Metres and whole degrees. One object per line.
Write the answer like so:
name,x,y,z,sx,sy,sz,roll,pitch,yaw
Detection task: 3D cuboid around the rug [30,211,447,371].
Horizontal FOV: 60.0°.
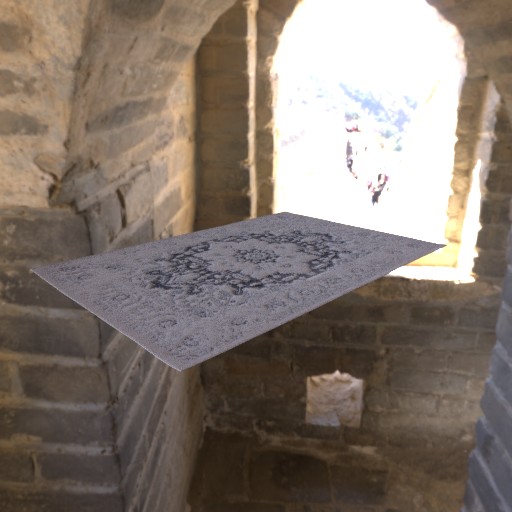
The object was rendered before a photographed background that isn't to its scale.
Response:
rug,0.000,0.000,2.287,1.813,0.008,1.223,-17,25,-42
